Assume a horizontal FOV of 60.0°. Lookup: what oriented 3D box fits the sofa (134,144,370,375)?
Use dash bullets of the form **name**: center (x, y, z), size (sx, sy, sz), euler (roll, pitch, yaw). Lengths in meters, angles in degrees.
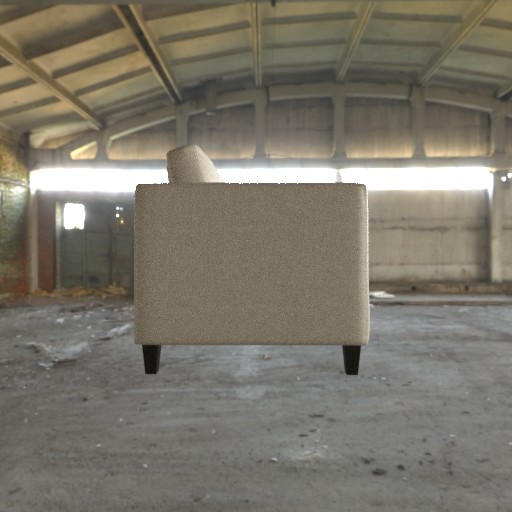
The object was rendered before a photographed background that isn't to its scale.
- **sofa**: center (0.000, 0.000, 2.915), size (0.948, 0.965, 2.434), euler (0, 0, 1)
